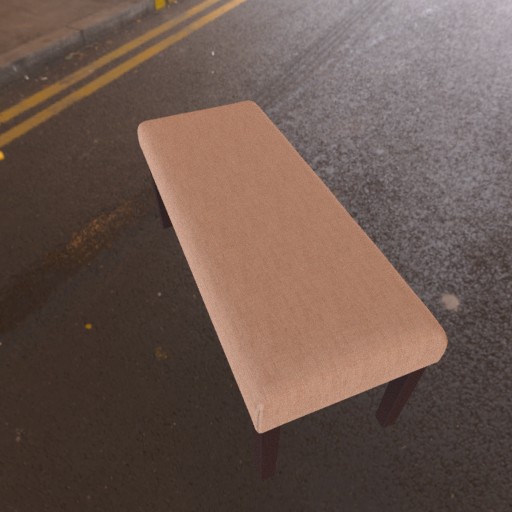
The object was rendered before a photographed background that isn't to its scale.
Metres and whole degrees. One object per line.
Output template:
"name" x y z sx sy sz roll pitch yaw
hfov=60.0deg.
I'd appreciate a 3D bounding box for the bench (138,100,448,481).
"bench" 0.000 0.000 1.249 0.407 0.456 1.013 -16 48 -15
